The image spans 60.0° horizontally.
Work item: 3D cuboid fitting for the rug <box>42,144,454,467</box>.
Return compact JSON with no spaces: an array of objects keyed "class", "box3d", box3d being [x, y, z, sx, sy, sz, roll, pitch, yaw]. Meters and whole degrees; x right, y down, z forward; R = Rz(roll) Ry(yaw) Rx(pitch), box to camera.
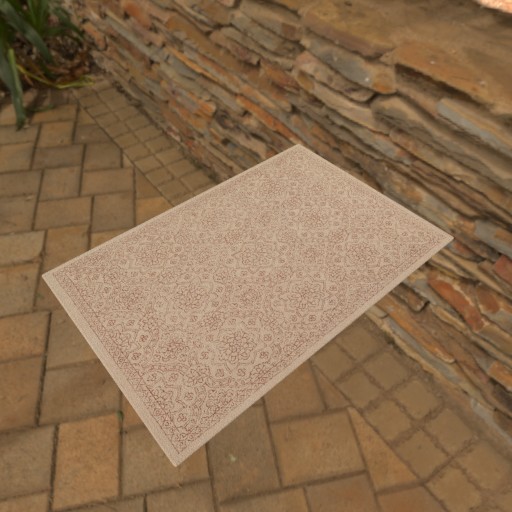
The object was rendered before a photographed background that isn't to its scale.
[{"class":"rug","box3d":[0.000,0.000,2.343,1.829,0.010,1.219,-32,55,-26]}]
